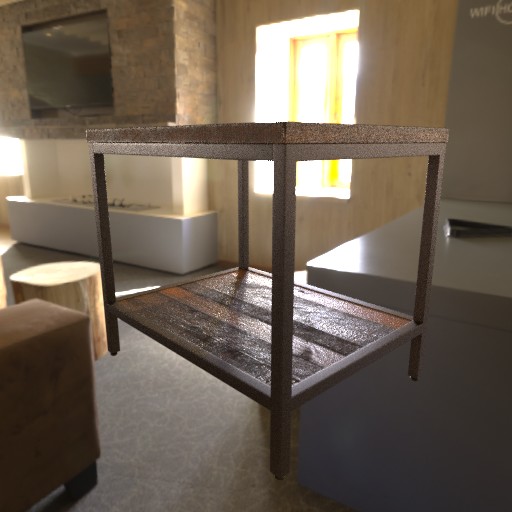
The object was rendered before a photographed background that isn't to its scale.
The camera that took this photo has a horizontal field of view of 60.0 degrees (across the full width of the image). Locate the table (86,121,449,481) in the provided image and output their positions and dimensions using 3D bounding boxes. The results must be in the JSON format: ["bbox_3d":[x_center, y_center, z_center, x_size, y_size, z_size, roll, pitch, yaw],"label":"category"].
[{"bbox_3d":[0.000,0.000,1.109,0.524,0.612,0.678,-13,20,-41],"label":"table"}]
